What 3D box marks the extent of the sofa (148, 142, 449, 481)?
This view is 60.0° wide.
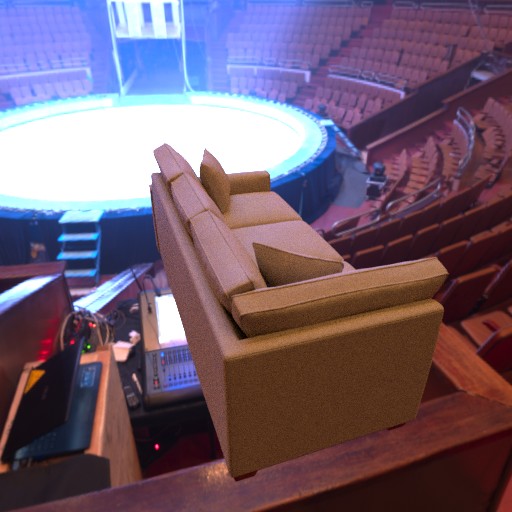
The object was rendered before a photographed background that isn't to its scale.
[{"bbox_3d":[0.000,0.000,2.840,1.061,0.962,2.317,-10,31,-16],"label":"sofa"}]
